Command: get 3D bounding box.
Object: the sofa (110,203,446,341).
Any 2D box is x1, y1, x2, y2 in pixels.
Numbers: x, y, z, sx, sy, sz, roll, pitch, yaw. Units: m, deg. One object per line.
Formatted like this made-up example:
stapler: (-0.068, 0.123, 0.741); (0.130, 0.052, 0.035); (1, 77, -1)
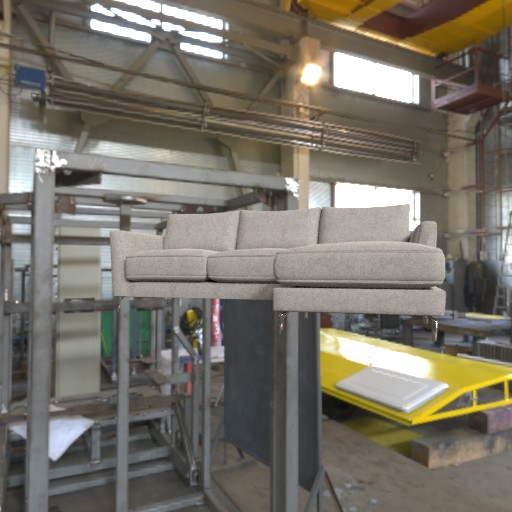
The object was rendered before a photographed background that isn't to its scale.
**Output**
sofa: (0.000, 0.000, 3.196); (2.438, 0.864, 1.626); (0, -2, 18)
